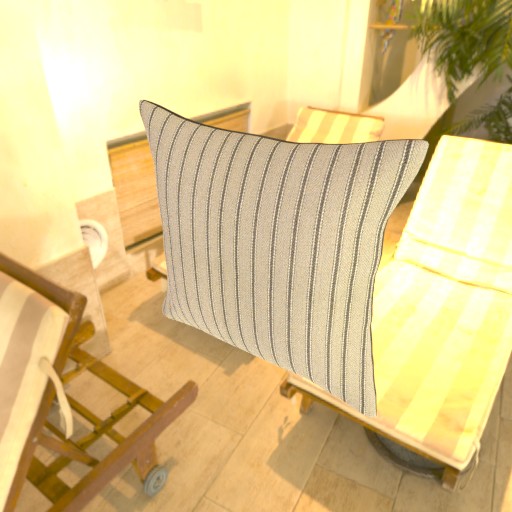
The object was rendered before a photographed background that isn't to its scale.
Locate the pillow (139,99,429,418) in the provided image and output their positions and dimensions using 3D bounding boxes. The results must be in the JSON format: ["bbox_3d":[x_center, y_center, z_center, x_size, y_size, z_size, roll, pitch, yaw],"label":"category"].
[{"bbox_3d":[0.000,0.000,0.712,0.468,0.444,0.138,19,35,29],"label":"pillow"}]
